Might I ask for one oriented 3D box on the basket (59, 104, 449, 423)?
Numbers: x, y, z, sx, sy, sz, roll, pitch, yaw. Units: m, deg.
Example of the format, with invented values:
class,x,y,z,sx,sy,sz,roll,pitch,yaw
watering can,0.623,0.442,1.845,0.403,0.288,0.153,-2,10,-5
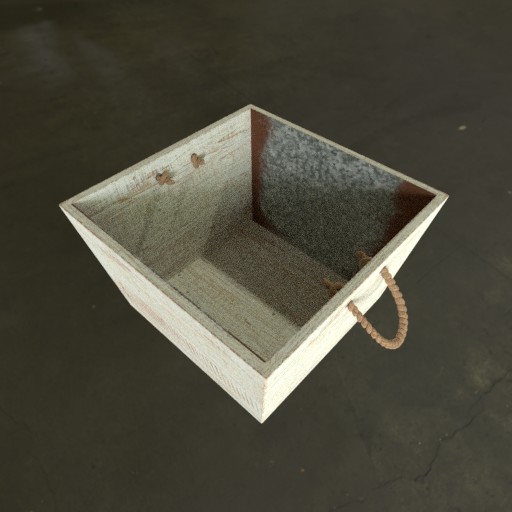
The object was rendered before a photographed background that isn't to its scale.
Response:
class,x,y,z,sx,sy,sz,roll,pitch,yaw
basket,0.000,0.000,0.751,0.545,0.247,0.413,34,55,28
